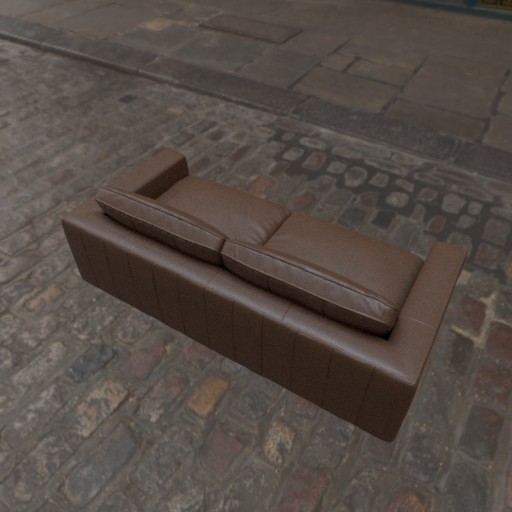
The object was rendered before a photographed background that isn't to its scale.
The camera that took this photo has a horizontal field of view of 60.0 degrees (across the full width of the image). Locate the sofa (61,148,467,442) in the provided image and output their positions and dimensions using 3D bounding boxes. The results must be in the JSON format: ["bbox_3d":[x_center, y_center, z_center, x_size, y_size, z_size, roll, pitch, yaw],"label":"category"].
[{"bbox_3d":[0.000,0.000,2.770,2.262,0.801,1.070,23,47,23],"label":"sofa"}]
